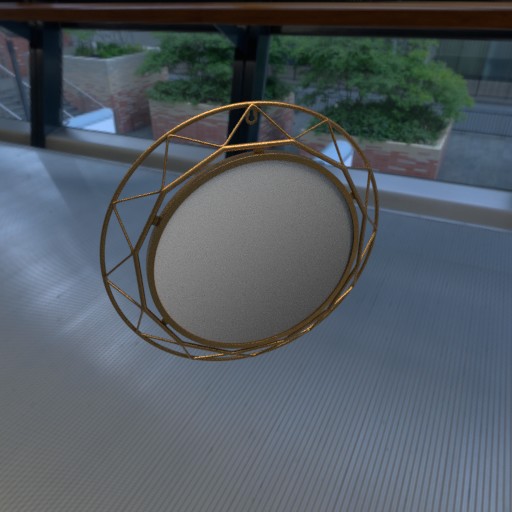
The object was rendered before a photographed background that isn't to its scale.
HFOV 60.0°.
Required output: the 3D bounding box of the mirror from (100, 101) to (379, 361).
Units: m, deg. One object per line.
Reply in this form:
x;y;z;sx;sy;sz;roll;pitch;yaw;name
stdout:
0.000;0.000;0.684;0.454;0.454;0.043;-10;33;-16;mirror
